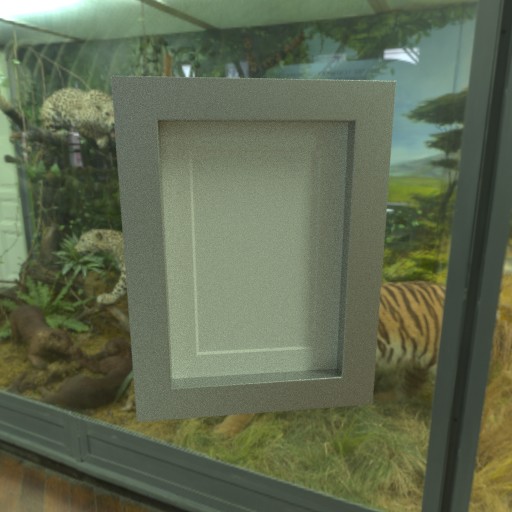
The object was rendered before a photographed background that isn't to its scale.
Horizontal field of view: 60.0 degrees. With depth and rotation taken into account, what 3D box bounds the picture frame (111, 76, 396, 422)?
[{"bbox_3d":[0.000,0.000,0.281,0.157,0.208,0.028,-2,14,-7],"label":"picture frame"}]
